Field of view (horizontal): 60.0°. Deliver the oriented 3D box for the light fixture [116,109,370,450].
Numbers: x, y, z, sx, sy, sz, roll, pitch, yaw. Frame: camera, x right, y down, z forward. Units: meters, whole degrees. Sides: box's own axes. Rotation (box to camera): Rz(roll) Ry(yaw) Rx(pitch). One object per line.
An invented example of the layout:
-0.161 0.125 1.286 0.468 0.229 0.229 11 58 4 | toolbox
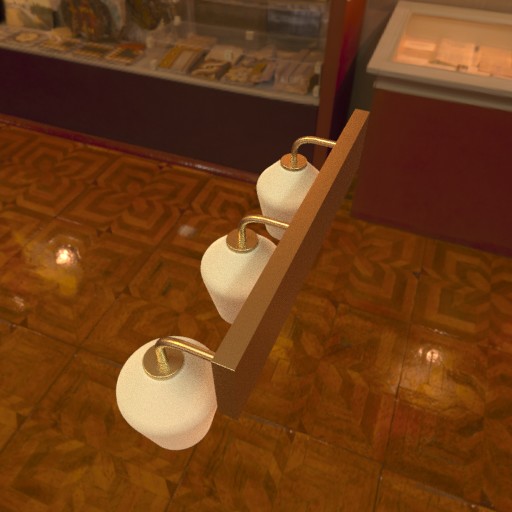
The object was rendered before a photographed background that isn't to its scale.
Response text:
0.000 0.000 0.715 0.190 0.280 0.609 18 49 16 | light fixture
